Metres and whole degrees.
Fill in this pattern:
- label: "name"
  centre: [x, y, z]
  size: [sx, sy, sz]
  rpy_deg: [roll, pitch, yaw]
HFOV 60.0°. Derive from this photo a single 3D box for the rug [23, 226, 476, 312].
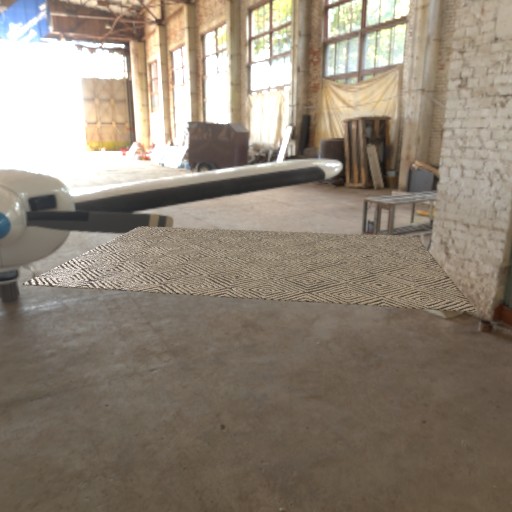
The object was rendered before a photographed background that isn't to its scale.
- label: "rug"
  centre: [0.000, 0.000, 2.231]
  size: [1.750, 0.004, 1.177]
  rpy_deg: [3, 16, 9]
